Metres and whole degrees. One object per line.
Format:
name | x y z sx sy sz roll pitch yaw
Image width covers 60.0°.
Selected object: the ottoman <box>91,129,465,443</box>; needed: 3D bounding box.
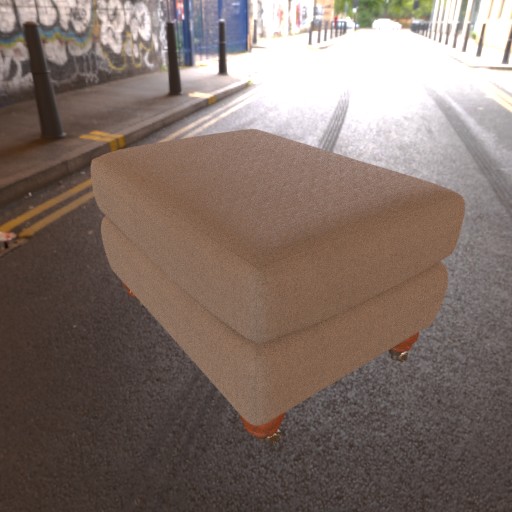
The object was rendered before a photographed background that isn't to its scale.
ottoman | 0.000 0.000 1.131 0.569 0.504 0.773 -19 34 -31
